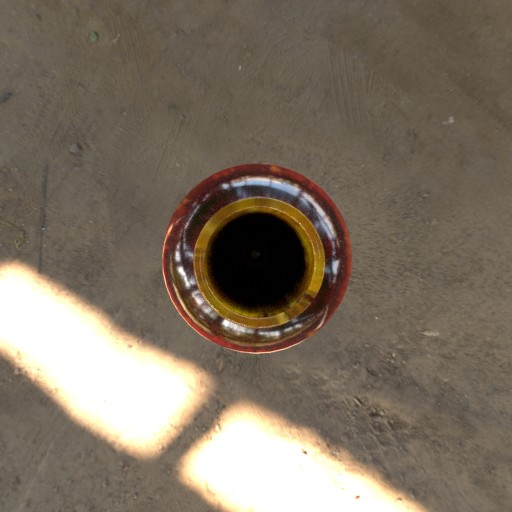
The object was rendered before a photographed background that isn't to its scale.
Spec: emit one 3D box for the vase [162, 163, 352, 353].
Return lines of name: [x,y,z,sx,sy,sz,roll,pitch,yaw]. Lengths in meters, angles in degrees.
vase: [0.000,0.000,0.322,0.111,0.261,0.111,0,91,-1]
